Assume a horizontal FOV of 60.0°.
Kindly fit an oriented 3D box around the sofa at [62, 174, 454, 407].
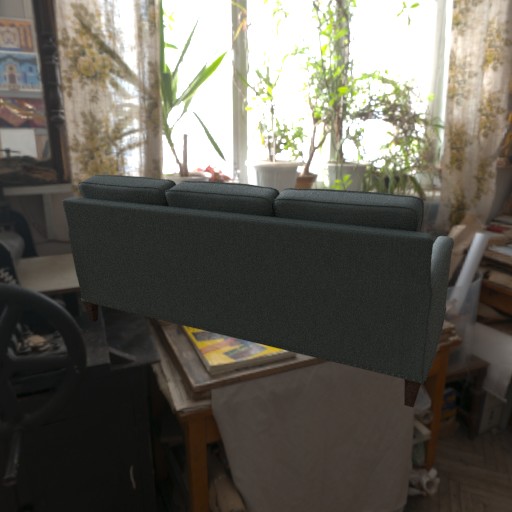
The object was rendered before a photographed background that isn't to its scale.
[{"bbox_3d":[0.000,0.000,2.815,2.246,1.003,1.084,8,18,26],"label":"sofa"}]
